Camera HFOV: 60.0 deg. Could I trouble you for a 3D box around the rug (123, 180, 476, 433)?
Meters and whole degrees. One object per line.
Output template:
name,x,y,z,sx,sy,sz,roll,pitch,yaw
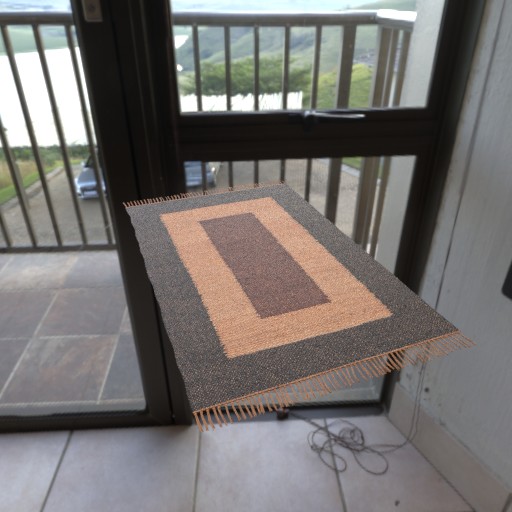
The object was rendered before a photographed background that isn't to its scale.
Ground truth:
rug,0.000,0.000,1.881,0.920,0.013,1.541,-11,33,-18
